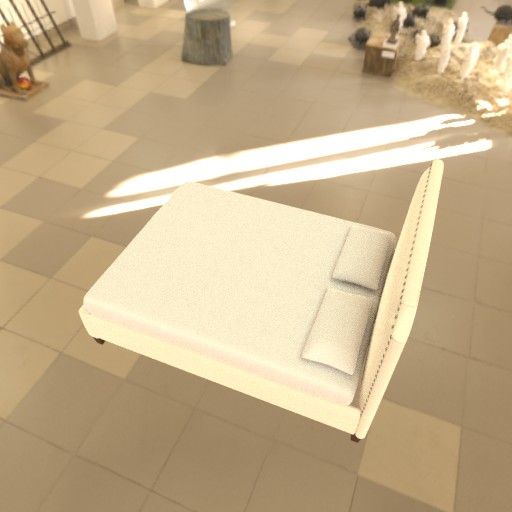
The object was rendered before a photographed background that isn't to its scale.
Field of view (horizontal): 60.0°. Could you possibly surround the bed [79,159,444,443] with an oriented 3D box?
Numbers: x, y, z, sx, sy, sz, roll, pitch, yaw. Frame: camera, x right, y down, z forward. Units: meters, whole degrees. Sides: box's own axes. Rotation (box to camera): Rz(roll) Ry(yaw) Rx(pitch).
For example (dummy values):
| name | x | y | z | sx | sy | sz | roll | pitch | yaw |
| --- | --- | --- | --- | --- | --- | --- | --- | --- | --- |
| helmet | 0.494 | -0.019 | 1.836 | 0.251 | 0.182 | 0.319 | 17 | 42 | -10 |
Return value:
| name | x | y | z | sx | sy | sz | roll | pitch | yaw |
| --- | --- | --- | --- | --- | --- | --- | --- | --- | --- |
| bed | 0.000 | 0.000 | 3.526 | 2.372 | 1.497 | 1.712 | 16 | 48 | 15 |
